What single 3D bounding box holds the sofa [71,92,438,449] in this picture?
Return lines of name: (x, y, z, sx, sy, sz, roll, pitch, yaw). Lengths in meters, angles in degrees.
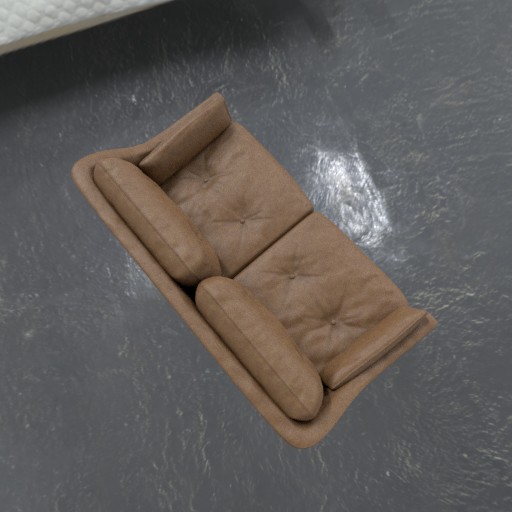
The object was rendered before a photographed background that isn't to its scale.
sofa: (0.000, 0.000, 2.362, 0.981, 0.886, 1.731, -40, 79, -10)
